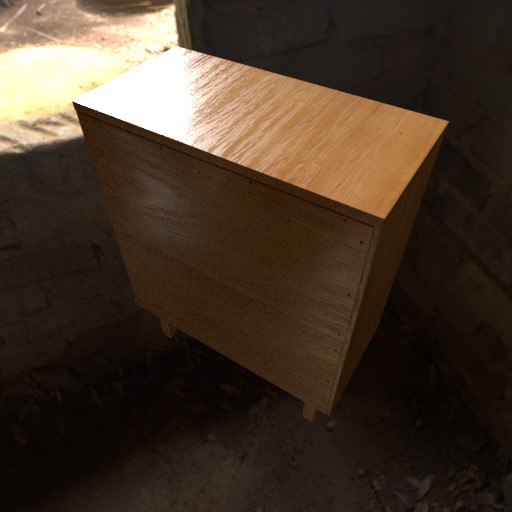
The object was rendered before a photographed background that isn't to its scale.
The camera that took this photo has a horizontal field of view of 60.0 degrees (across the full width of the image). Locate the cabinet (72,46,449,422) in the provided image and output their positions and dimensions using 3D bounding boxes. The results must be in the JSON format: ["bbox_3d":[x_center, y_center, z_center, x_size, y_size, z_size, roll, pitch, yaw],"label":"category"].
[{"bbox_3d":[0.000,0.000,1.407,0.800,1.001,0.419,25,51,22],"label":"cabinet"}]
